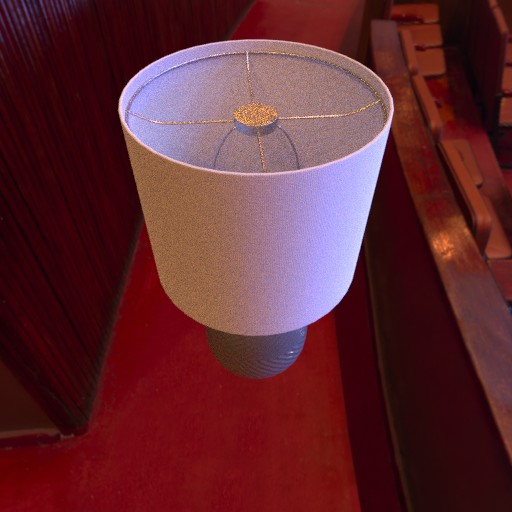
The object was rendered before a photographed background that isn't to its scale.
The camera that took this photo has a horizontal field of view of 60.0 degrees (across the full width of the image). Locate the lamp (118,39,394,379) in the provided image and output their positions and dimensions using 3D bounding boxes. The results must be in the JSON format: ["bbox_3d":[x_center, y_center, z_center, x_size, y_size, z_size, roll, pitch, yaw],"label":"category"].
[{"bbox_3d":[0.000,0.000,0.473,0.207,0.366,0.207,-4,47,-3],"label":"lamp"}]
